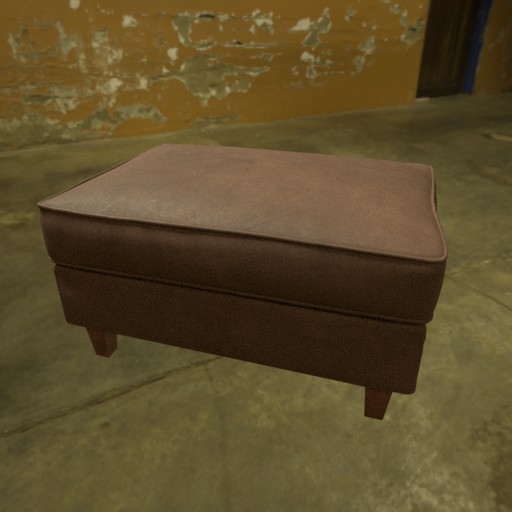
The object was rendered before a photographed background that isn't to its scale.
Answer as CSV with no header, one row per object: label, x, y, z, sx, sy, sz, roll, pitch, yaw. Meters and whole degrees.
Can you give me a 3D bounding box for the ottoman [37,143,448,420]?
ottoman,0.000,0.000,1.171,0.860,0.481,0.596,8,29,15
